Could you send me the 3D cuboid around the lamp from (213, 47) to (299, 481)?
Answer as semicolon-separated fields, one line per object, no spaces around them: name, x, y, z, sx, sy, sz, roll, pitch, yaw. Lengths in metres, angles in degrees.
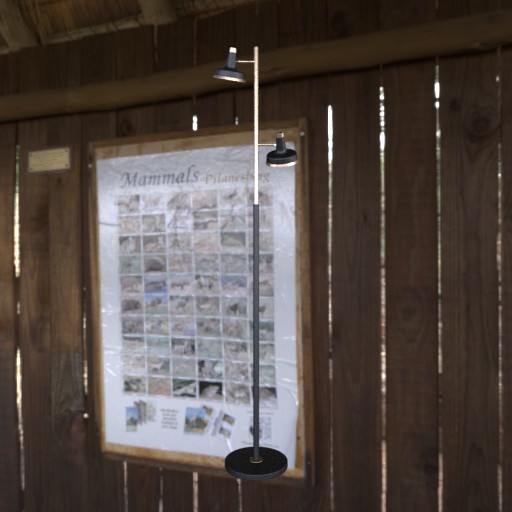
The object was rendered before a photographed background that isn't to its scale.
lamp;0.000;0.000;1.778;0.351;1.674;0.253;0;0;-1
